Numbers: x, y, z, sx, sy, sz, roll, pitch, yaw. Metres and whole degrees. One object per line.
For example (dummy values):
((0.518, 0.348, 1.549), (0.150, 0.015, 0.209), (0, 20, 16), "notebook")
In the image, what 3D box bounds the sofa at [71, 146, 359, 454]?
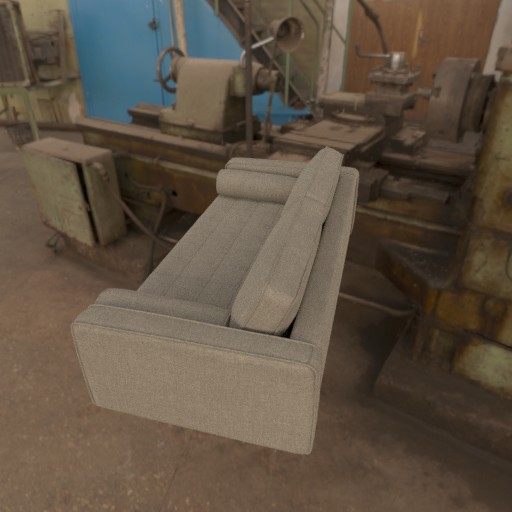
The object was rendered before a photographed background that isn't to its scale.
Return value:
((0.000, 0.000, 2.332), (0.914, 0.762, 1.879), (8, 32, 13), "sofa")
